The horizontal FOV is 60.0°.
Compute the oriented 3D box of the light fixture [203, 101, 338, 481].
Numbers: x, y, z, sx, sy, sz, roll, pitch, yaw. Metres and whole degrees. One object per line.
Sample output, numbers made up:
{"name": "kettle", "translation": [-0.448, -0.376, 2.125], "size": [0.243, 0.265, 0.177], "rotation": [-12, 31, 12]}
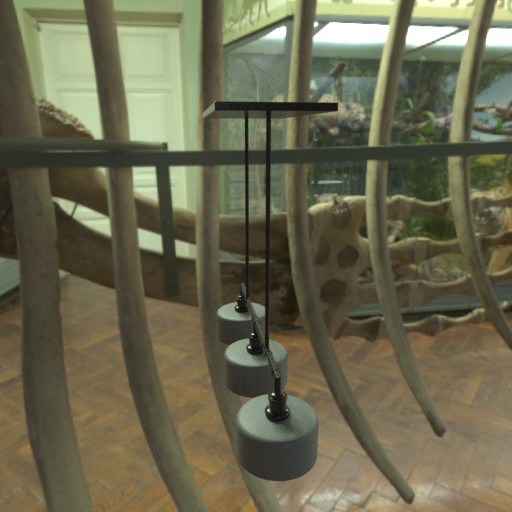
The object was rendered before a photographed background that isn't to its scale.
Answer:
{"name": "light fixture", "translation": [0.000, 0.000, 0.883], "size": [0.177, 0.557, 0.582], "rotation": [-2, 16, -9]}
